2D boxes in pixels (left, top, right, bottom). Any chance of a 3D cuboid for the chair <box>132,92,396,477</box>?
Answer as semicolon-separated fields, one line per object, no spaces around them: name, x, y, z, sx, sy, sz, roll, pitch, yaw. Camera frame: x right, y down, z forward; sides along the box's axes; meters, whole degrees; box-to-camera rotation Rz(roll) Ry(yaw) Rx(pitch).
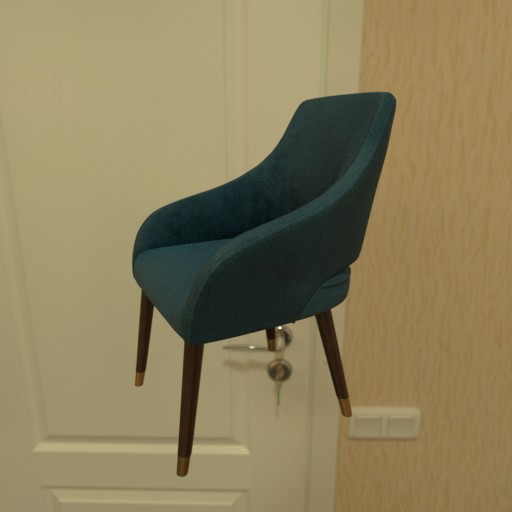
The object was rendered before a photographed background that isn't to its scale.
chair;0.000;0.000;1.535;0.794;1.081;0.683;-8;18;-27
